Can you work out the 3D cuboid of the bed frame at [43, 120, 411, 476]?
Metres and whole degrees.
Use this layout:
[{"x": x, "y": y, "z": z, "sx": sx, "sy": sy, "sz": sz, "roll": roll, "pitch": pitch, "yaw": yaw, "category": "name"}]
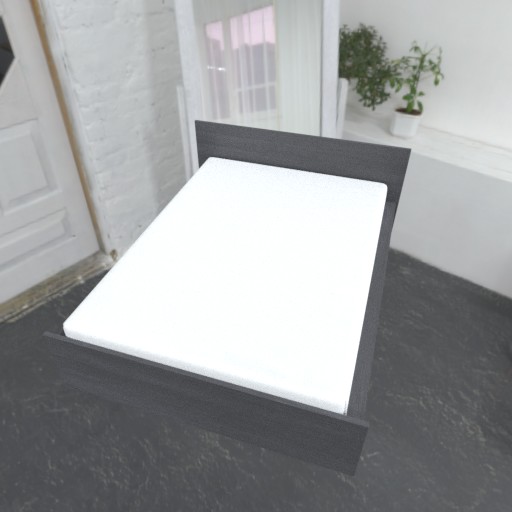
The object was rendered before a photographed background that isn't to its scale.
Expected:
[{"x": 0.000, "y": 0.000, "z": 2.787, "sx": 1.622, "sy": 0.800, "sz": 1.960, "roll": 12, "pitch": 41, "yaw": 14, "category": "bed frame"}]
